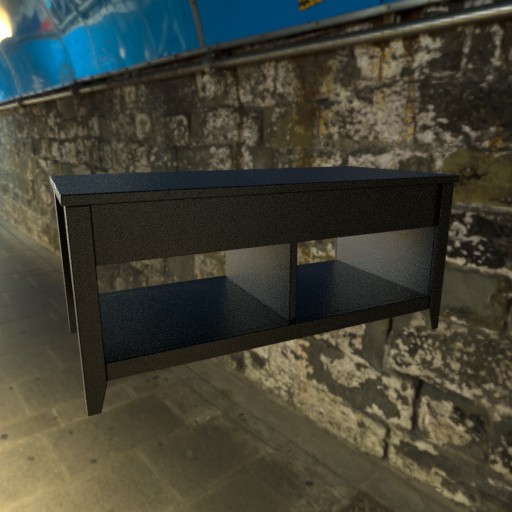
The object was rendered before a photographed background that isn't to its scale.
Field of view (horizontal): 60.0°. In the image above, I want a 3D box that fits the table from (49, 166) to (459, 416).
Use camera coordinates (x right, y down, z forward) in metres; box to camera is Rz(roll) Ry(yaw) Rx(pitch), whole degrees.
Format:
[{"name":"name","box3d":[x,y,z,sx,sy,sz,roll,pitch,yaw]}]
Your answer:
[{"name":"table","box3d":[0.000,0.000,1.273,1.016,0.457,0.483,-7,16,-25]}]
